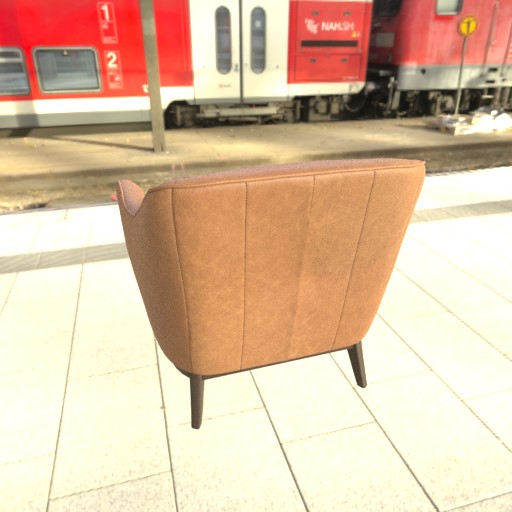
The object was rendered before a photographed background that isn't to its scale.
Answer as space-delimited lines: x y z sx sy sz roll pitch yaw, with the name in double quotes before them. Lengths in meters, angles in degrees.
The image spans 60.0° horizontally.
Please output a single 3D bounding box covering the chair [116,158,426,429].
"chair" 0.000 0.000 1.551 0.871 0.830 0.852 -8 27 -16
